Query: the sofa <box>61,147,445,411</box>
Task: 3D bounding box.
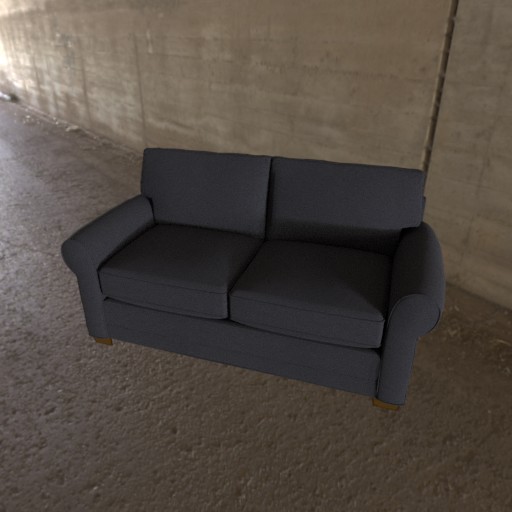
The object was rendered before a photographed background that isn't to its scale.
[{"bbox_3d":[0.000,0.000,2.571,2.009,1.031,0.951,8,28,16],"label":"sofa"}]
